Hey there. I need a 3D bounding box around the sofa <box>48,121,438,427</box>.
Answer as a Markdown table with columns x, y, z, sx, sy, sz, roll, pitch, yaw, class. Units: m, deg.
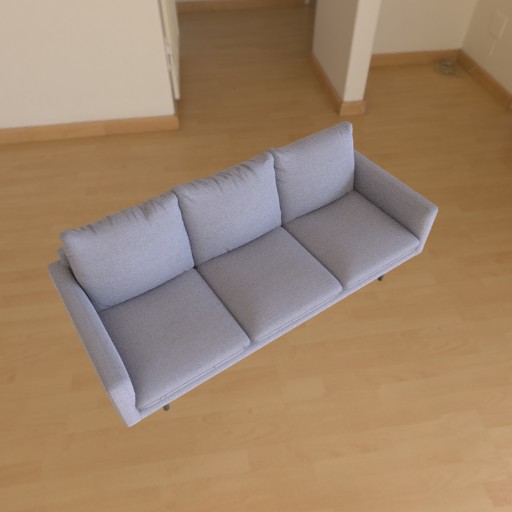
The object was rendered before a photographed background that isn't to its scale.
| x | y | z | sx | sy | sz | roll | pitch | yaw | class |
| --- | --- | --- | --- | --- | --- | --- | --- | --- | --- |
| 0.000 | 0.000 | 2.494 | 2.000 | 0.830 | 0.850 | -27 | 53 | -22 | sofa |
